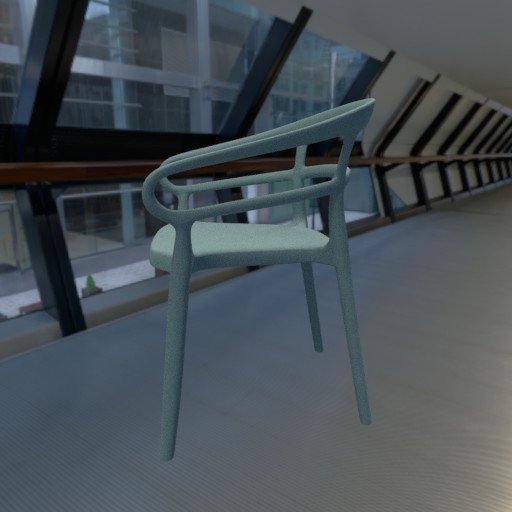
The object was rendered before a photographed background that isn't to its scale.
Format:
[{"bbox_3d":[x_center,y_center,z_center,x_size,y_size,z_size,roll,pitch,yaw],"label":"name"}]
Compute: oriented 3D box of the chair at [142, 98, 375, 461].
[{"bbox_3d":[0.000,0.000,1.134,0.527,0.761,0.559,-2,14,-9],"label":"chair"}]
